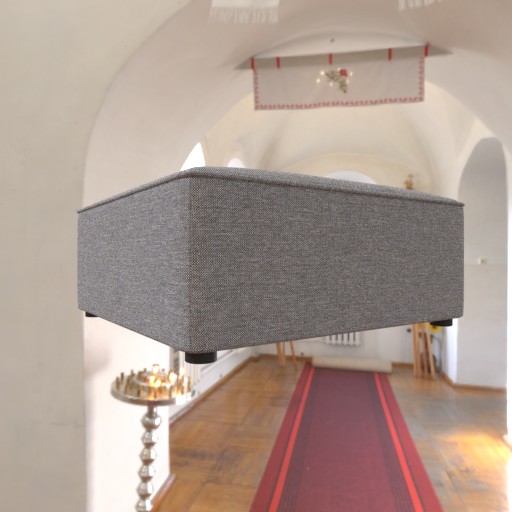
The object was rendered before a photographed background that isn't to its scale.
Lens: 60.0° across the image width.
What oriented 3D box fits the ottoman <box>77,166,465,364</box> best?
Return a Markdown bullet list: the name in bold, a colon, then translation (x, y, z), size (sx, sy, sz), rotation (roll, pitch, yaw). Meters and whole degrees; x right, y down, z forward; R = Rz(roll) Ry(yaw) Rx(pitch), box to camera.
- **ottoman**: translation (0.000, 0.000, 1.568), size (1.005, 0.455, 1.005), rotation (0, 0, -34)
